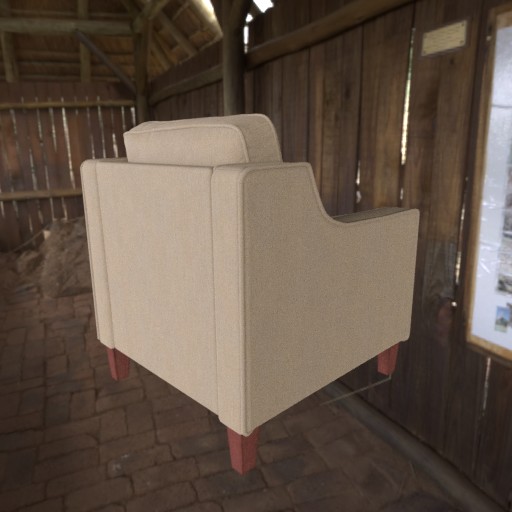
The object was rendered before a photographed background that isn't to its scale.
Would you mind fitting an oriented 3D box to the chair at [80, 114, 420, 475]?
[{"bbox_3d":[0.000,0.000,1.642,0.909,0.960,0.831,-13,19,-43],"label":"chair"}]
